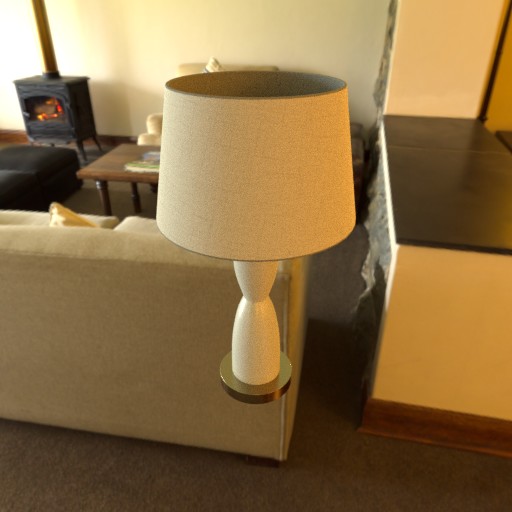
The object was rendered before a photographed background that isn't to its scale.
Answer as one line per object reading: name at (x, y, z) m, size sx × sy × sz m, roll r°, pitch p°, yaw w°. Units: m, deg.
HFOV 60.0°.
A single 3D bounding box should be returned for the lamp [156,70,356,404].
lamp at (0.000, 0.000, 0.738) m, size 0.309 × 0.545 × 0.309 m, roll 0°, pitch 29°, yaw 0°
